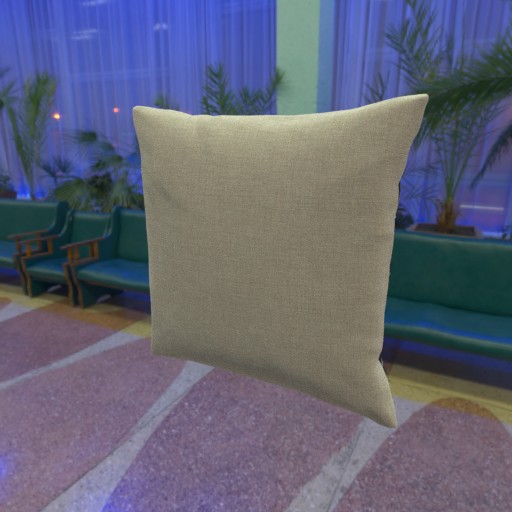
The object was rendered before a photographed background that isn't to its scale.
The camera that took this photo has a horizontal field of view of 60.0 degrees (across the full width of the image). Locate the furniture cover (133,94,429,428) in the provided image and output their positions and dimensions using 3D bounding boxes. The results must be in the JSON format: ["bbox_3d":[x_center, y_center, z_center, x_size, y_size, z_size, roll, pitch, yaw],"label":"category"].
[{"bbox_3d":[0.000,0.000,0.765,0.517,0.508,0.158,8,18,28],"label":"furniture cover"}]
